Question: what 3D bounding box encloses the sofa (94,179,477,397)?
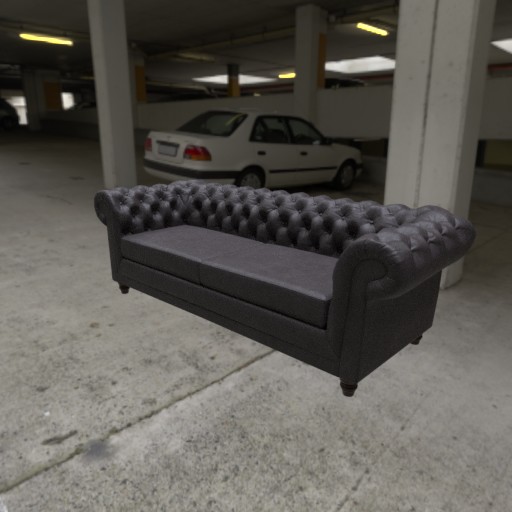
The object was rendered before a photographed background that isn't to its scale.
[{"bbox_3d":[0.000,0.000,2.823,2.385,0.783,0.944,14,21,41],"label":"sofa"}]
